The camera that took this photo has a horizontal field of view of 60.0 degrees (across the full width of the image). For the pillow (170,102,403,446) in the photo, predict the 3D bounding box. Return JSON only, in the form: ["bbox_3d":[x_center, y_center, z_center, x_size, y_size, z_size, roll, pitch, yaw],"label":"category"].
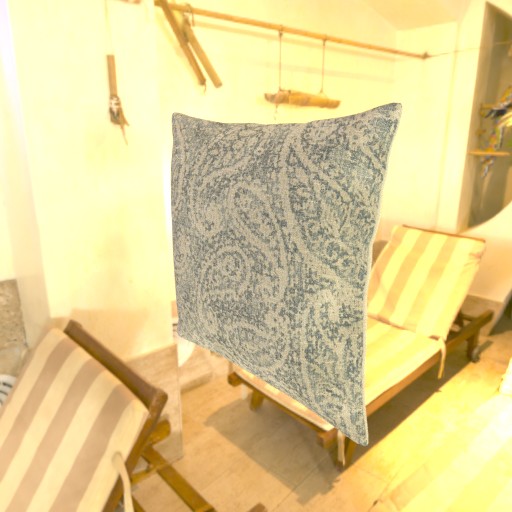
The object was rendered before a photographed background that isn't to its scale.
[{"bbox_3d":[0.000,0.000,0.806,0.166,0.510,0.523,-15,22,-41],"label":"pillow"}]
